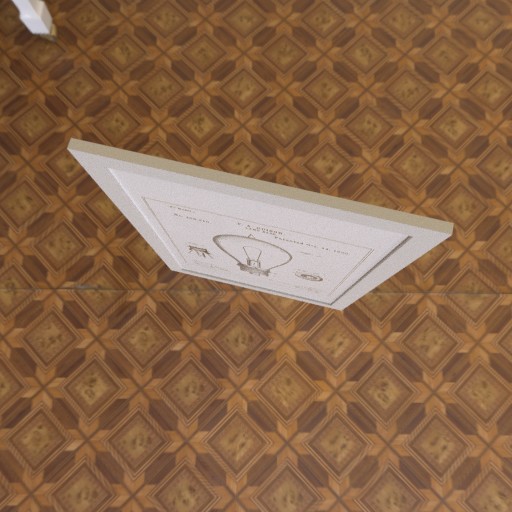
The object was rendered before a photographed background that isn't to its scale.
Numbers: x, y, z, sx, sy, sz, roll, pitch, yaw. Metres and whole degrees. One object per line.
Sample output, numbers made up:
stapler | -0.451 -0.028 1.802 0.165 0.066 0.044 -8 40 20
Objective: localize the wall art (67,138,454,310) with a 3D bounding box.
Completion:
wall art | 0.000 0.000 0.594 0.325 0.474 0.010 13 76 3
